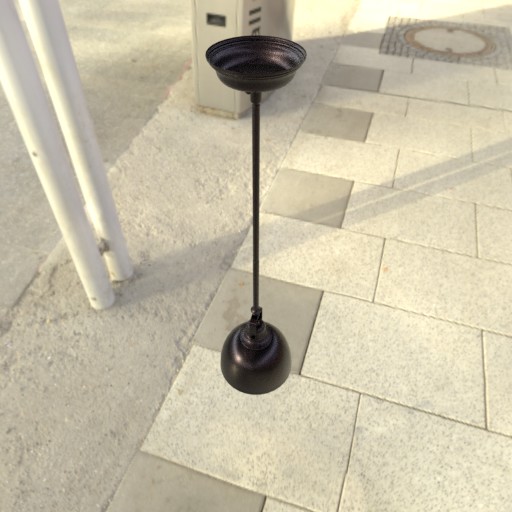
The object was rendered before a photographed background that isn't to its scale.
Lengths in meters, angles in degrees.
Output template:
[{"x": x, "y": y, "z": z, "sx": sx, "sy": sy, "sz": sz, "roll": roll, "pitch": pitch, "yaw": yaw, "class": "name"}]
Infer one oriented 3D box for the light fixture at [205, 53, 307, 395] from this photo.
[{"x": 0.000, "y": 0.000, "z": 0.866, "sx": 0.182, "sy": 0.768, "sz": 0.182, "roll": 11, "pitch": 46, "yaw": 11, "class": "light fixture"}]
